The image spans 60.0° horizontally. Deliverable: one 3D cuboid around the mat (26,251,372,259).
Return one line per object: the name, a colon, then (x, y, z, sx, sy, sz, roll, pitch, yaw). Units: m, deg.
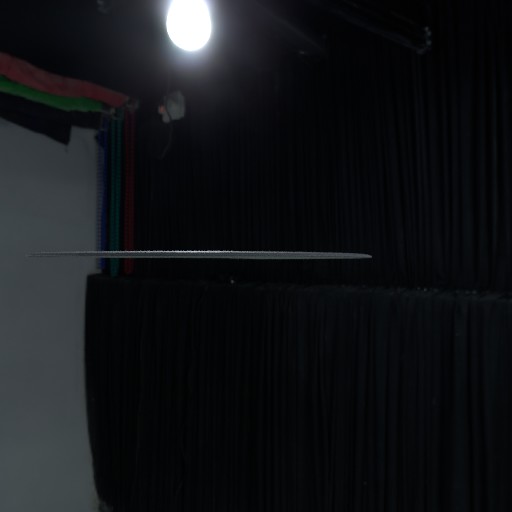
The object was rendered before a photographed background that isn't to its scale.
mat: (0.000, 0.000, 1.891, 0.917, 0.016, 1.525, -1, -1, 35)
